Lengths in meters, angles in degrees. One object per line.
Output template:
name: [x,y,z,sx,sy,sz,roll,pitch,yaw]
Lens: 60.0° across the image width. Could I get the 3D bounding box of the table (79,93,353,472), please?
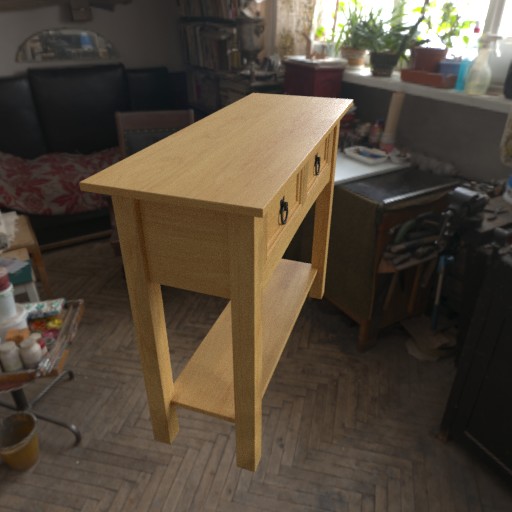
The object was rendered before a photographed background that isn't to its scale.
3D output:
table: [0.000,0.000,1.275,0.340,0.728,0.900,10,32,17]
